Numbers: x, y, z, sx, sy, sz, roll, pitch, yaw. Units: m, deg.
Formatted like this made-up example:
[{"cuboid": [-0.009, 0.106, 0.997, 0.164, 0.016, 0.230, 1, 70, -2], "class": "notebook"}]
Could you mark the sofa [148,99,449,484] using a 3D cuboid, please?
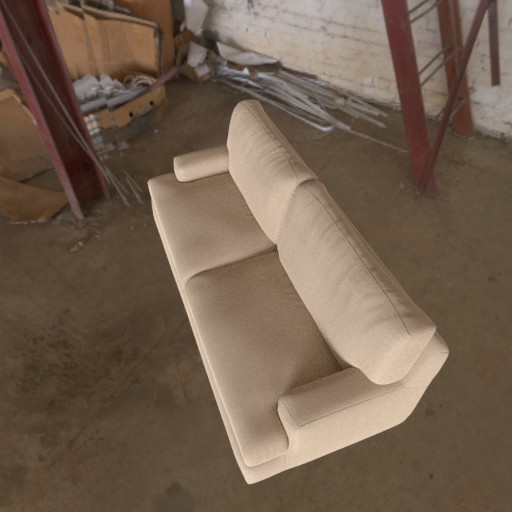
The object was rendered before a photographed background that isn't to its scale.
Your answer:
[{"cuboid": [0.000, 0.000, 2.620, 0.929, 0.925, 2.147, -16, 49, -14], "class": "sofa"}]
